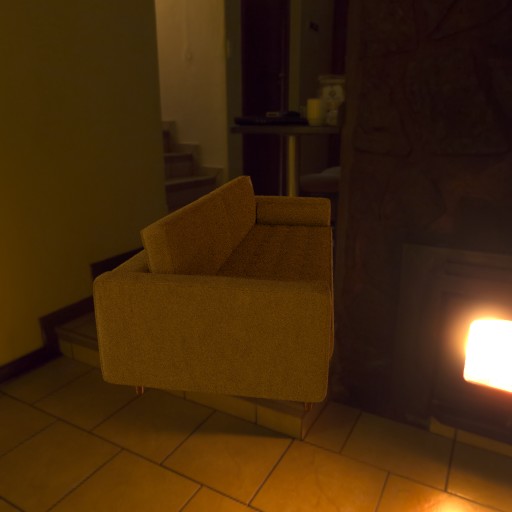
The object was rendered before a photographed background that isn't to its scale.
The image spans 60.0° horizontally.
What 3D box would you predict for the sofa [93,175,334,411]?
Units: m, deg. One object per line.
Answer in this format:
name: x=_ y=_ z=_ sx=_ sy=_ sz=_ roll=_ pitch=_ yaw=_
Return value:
sofa: x=0.000 y=0.000 z=2.679 sx=0.919 sy=0.770 sz=2.200 roll=3 pitch=16 yaw=9
